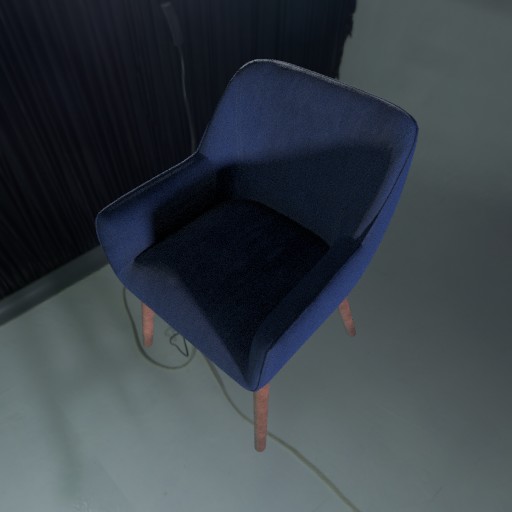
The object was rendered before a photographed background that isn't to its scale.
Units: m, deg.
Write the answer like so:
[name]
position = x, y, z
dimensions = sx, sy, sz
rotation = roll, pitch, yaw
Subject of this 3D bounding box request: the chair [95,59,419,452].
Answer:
[chair]
position = 0.000, 0.000, 1.242
dimensions = 0.600, 0.820, 0.600
rotation = 33, 55, 27
